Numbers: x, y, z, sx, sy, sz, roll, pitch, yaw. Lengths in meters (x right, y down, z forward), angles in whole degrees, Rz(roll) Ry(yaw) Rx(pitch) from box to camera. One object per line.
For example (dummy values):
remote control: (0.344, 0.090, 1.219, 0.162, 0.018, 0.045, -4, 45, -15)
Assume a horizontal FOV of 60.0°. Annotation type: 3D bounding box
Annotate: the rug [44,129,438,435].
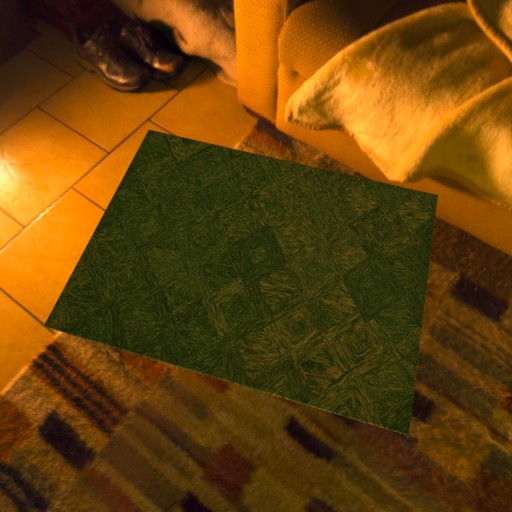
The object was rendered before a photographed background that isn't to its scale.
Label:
rug: (0.000, 0.000, 4.253, 3.217, 0.027, 2.405, 14, 63, 7)
